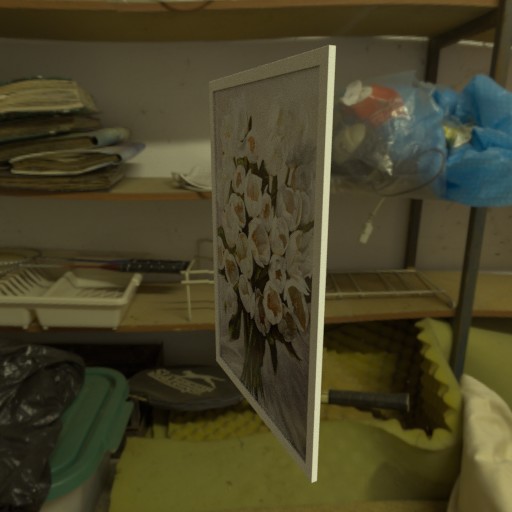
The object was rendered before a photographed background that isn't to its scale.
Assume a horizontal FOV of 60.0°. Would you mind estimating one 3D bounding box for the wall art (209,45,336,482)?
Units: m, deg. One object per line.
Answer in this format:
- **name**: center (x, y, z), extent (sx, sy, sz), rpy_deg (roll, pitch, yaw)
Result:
- **wall art**: center (0.000, 0.000, 1.229), extent (0.015, 0.965, 0.660), rpy_deg (-7, 17, -24)
